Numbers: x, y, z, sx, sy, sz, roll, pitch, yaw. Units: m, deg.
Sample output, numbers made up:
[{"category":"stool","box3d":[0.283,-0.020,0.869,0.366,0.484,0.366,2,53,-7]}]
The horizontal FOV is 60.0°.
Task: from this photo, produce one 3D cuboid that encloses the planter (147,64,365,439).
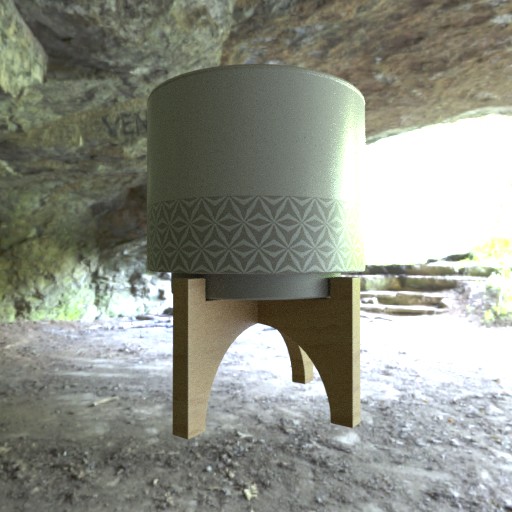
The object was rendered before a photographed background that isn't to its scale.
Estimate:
[{"category":"planter","box3d":[0.000,0.000,0.394,0.188,0.260,0.188,0,-1,0]}]
